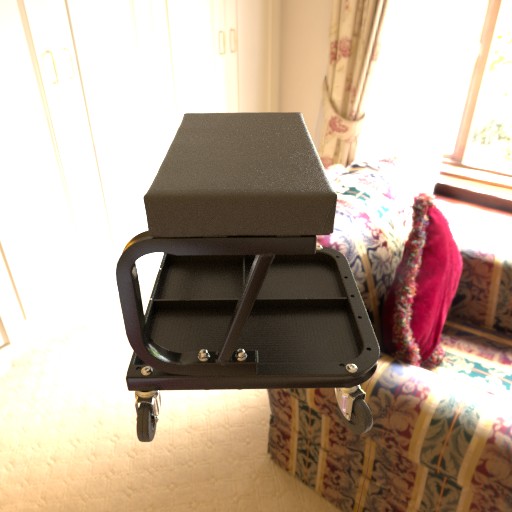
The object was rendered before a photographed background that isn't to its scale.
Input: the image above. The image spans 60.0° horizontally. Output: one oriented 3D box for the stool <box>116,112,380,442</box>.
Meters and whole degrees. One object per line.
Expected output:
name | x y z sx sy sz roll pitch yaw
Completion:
stool | 0.000 0.000 0.729 0.371 0.380 0.446 -1 31 -1
